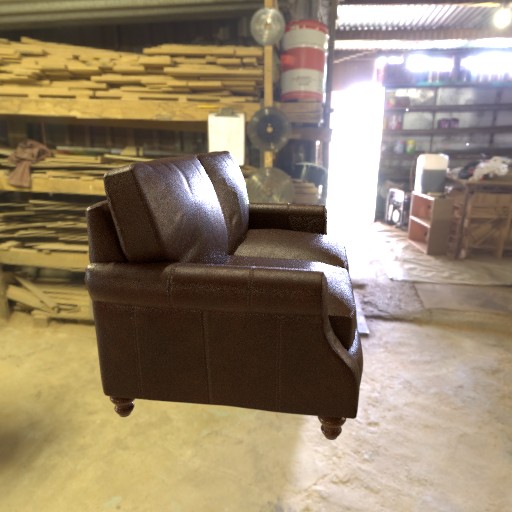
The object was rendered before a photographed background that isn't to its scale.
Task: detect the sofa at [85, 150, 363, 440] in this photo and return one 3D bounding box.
[{"bbox_3d":[0.000,0.000,2.185,0.990,0.976,1.616,2,15,8],"label":"sofa"}]
